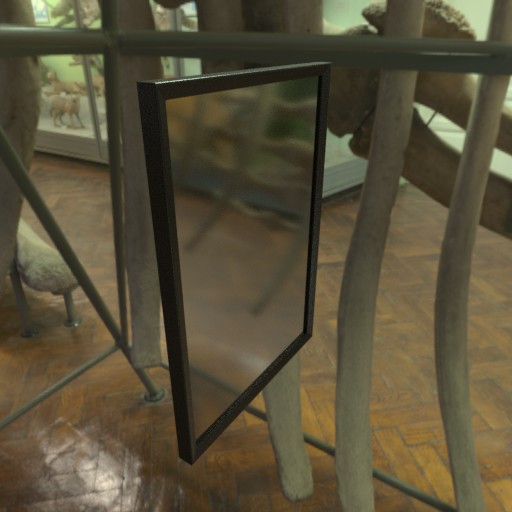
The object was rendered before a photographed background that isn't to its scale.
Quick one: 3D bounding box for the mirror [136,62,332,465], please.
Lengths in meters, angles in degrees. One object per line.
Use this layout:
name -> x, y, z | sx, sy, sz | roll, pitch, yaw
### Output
mirror -> 0.000, 0.000, 0.914 | 0.039, 0.710, 0.507 | 17, 32, 30
